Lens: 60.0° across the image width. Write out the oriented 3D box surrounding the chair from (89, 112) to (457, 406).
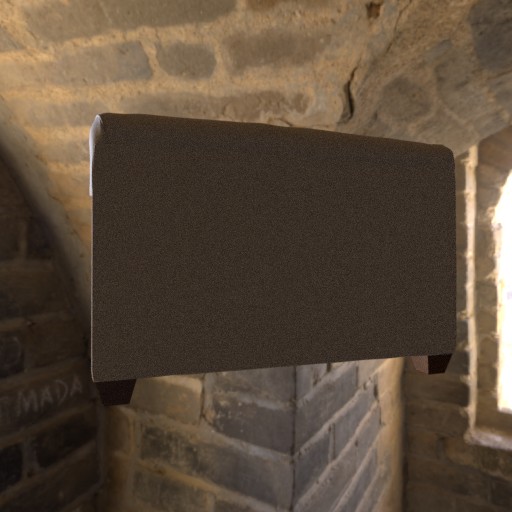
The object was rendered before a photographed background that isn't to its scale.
[{"bbox_3d":[0.000,0.000,2.008,1.383,0.948,1.000,0,-1,-18],"label":"chair"}]
